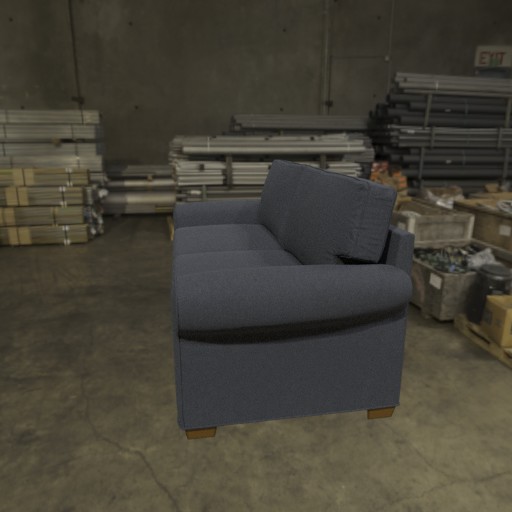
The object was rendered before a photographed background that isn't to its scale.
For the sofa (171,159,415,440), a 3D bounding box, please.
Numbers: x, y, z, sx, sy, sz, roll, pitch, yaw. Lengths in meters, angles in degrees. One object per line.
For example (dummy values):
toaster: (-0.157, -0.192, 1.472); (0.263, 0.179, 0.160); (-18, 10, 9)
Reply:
sofa: (0.000, 0.000, 2.562); (0.951, 1.031, 2.009); (-3, 15, -10)
